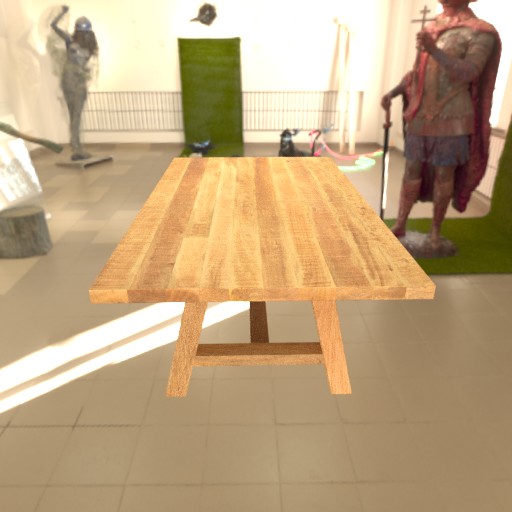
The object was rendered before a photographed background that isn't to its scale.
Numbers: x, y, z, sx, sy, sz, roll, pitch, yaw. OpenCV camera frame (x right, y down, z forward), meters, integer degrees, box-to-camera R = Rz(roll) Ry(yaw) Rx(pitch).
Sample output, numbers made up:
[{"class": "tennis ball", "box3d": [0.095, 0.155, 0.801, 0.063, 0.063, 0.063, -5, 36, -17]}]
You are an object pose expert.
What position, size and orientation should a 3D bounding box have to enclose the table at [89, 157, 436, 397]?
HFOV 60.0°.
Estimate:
[{"class": "table", "box3d": [0.000, 0.000, 1.662, 0.760, 0.455, 1.320, -1, 25, -1]}]
